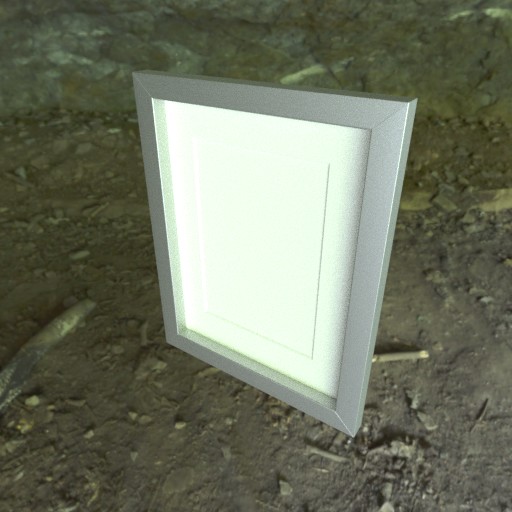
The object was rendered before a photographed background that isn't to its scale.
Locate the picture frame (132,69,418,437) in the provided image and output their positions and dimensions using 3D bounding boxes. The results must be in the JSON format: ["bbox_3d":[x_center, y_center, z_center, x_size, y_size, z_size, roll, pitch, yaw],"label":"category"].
[{"bbox_3d":[0.000,0.000,0.523,0.307,0.386,0.036,19,35,29],"label":"picture frame"}]
